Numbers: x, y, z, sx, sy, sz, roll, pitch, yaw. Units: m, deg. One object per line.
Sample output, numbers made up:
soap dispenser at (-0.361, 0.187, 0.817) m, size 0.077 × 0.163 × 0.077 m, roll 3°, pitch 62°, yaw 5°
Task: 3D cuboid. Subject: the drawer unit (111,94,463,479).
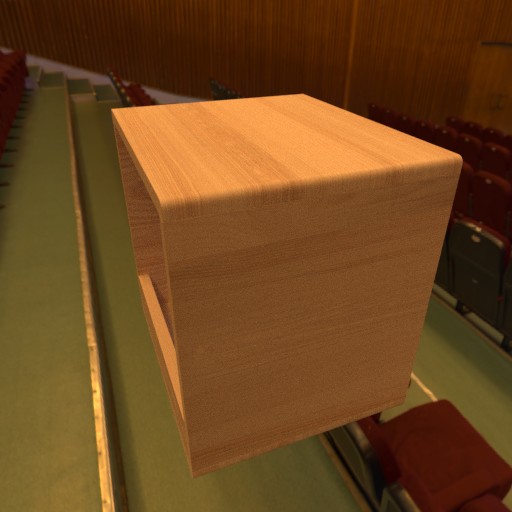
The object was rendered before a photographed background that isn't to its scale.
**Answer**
drawer unit at (0.000, 0.000, 0.601) m, size 0.290 × 0.344 × 0.344 m, roll -11°, pitch 32°, yaw -19°
